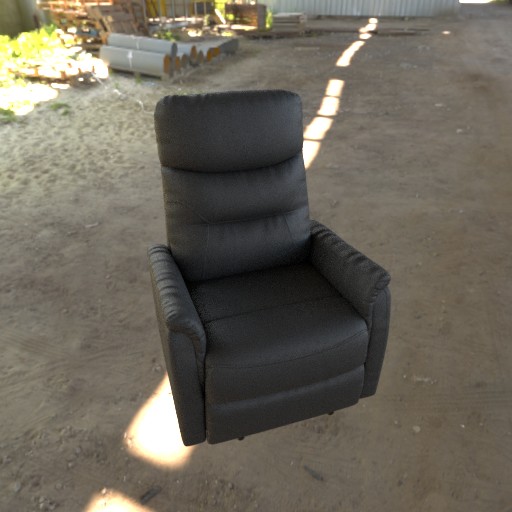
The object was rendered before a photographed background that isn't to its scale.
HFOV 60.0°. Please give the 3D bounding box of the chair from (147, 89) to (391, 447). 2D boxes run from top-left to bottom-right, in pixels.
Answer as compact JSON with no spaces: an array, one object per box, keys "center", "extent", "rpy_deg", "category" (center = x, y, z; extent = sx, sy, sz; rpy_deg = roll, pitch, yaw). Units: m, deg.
[{"center":[0.000,0.000,1.665],"extent":[0.775,1.082,0.831],"rpy_deg":[-10,33,-15],"category":"chair"}]
